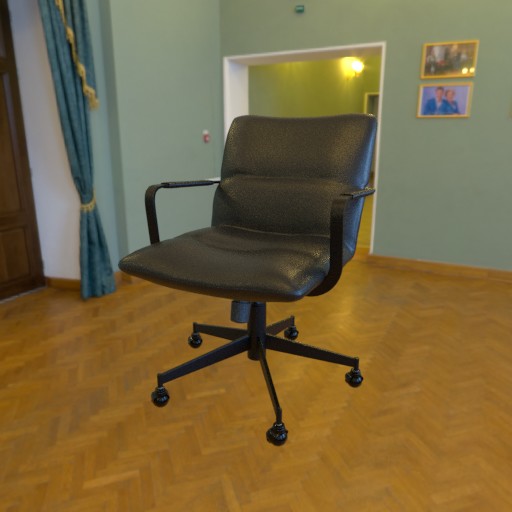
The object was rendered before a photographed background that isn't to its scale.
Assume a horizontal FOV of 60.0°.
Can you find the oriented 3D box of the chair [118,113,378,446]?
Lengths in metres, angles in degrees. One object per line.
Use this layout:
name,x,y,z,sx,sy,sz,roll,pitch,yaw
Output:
chair,0.000,0.000,1.471,0.719,0.922,0.748,7,17,25
